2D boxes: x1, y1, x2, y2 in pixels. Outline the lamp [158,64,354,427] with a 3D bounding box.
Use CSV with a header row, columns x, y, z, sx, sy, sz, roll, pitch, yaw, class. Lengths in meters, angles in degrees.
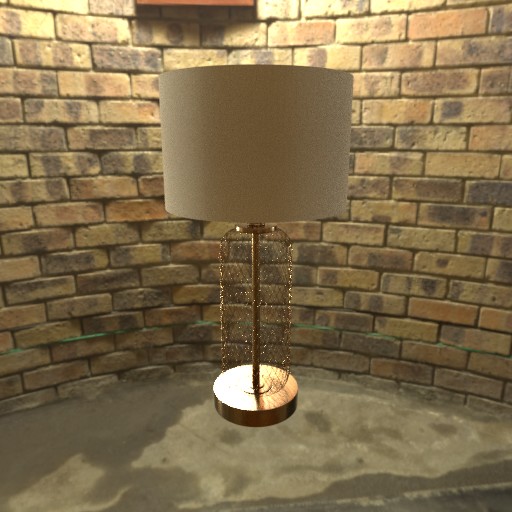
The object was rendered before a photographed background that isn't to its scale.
x,y,z,sx,sy,sz,roll,pitch,yaw,class
0.000,0.000,0.647,0.252,0.483,0.252,-15,21,-43,lamp
